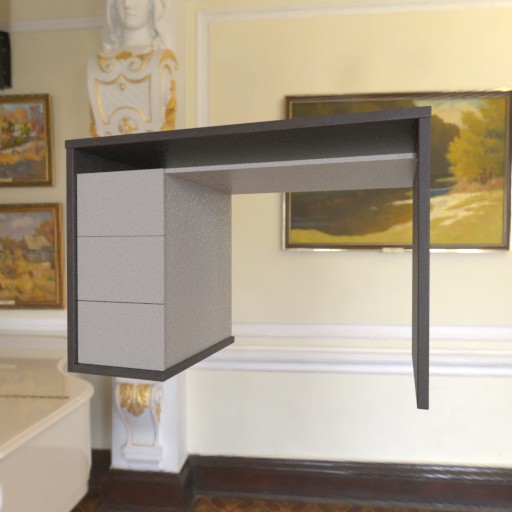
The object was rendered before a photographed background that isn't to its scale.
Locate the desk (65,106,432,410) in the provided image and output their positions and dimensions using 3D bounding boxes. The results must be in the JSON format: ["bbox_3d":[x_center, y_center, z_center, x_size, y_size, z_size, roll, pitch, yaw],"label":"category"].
[{"bbox_3d":[0.000,0.000,1.545,1.100,0.750,0.600,0,1,18],"label":"desk"}]
